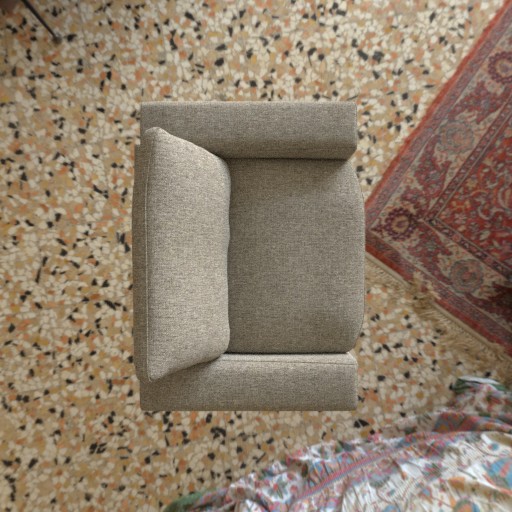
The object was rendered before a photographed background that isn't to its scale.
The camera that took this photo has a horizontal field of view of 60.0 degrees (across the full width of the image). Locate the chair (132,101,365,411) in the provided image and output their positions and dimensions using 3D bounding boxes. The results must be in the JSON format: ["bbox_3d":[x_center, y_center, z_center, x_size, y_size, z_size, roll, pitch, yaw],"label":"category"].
[{"bbox_3d":[0.000,0.000,2.089,1.039,0.915,1.398,0,89,0],"label":"chair"}]
